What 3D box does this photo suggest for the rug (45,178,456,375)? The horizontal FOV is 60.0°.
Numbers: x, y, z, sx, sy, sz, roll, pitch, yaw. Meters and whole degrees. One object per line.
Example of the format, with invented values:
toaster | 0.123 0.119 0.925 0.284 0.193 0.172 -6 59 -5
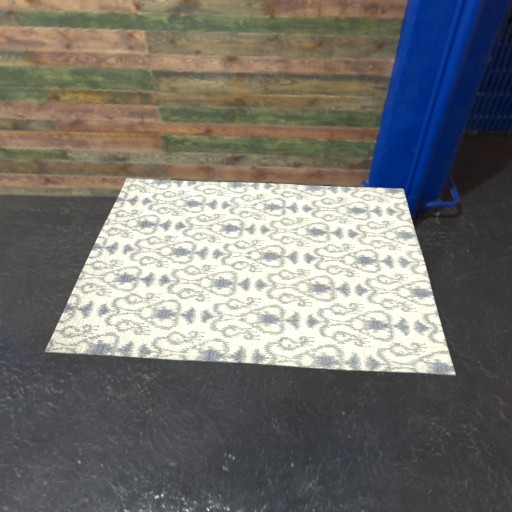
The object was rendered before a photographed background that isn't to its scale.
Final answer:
rug | 0.000 0.000 3.009 2.261 0.013 1.676 3 45 3
